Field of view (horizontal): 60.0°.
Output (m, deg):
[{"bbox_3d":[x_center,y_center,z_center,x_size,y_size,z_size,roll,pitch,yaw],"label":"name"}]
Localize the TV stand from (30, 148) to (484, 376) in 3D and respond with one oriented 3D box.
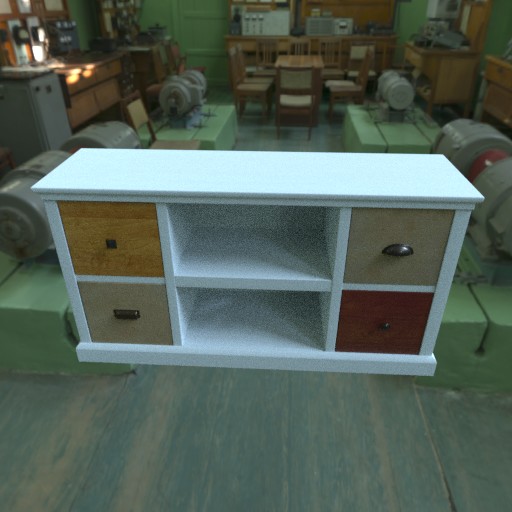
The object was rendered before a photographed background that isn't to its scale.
[{"bbox_3d":[0.000,0.000,1.485,1.187,0.624,0.424,2,31,3],"label":"TV stand"}]
